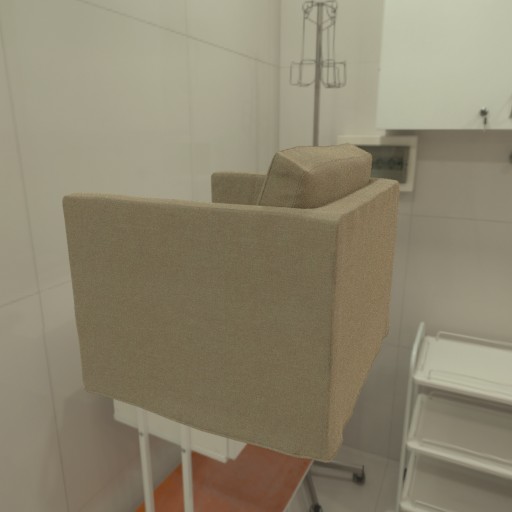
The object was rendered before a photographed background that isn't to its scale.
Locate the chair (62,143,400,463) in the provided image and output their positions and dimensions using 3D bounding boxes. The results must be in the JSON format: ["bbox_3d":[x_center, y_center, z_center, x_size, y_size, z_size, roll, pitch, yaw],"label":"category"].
[{"bbox_3d":[0.000,0.000,1.753,0.949,0.863,1.057,7,17,24],"label":"chair"}]
